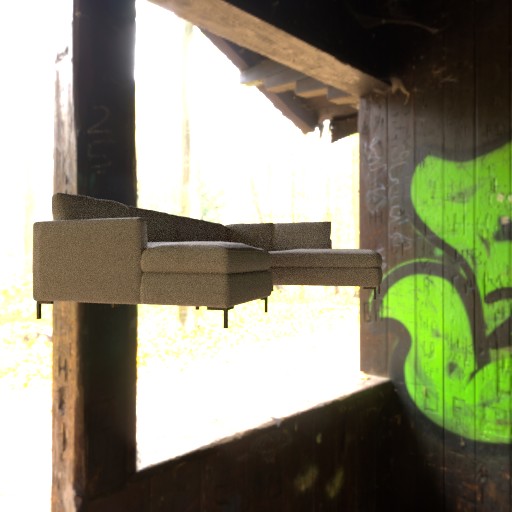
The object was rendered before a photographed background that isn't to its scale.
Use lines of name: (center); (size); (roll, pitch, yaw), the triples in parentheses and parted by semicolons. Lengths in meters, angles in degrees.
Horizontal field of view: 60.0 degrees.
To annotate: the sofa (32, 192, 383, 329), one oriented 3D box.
sofa: (0.000, 0.000, 3.558); (1.879, 0.756, 2.737); (0, -1, 18)
